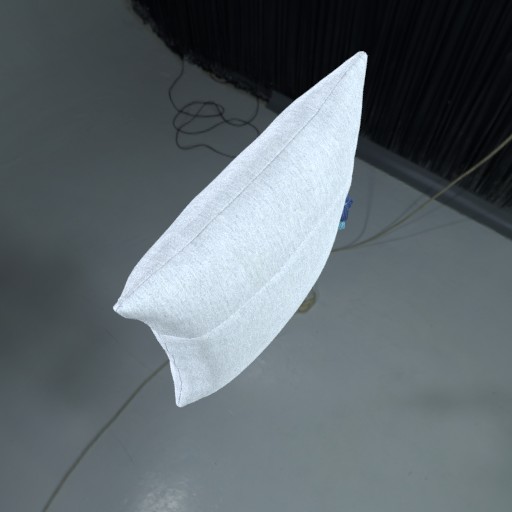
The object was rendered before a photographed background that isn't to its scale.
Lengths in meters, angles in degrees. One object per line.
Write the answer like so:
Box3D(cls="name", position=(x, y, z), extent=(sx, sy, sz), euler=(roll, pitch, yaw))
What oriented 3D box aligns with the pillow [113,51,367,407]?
Box3D(cls="pillow", position=(0.000, 0.000, 0.655), extent=(0.173, 0.436, 0.433), euler=(32, 65, 17))
